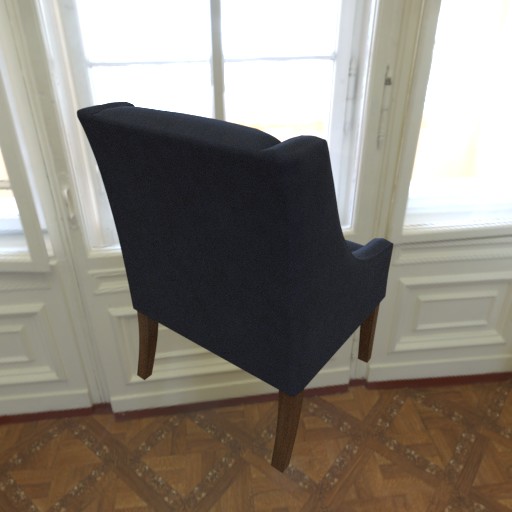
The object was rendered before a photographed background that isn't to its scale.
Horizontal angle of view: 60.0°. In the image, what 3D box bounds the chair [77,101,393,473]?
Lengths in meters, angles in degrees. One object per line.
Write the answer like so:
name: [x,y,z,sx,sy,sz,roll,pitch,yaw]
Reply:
chair: [0.000,0.000,1.319,0.629,0.895,0.629,21,36,32]
